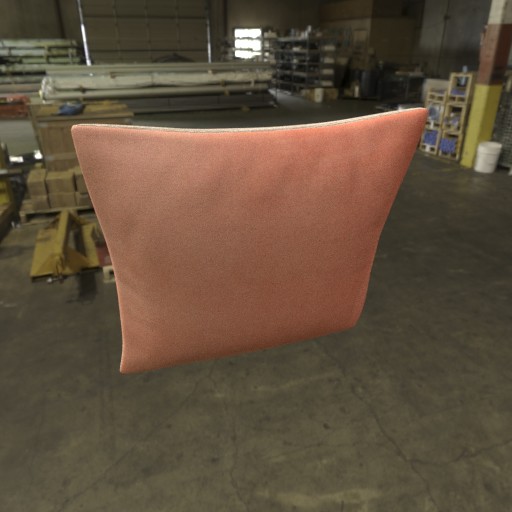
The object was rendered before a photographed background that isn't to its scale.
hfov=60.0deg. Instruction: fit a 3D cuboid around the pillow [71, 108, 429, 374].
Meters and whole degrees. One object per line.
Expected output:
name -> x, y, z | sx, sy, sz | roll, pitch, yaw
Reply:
pillow -> 0.000, 0.000, 0.633 | 0.424, 0.401, 0.177 | -8, 27, -17
